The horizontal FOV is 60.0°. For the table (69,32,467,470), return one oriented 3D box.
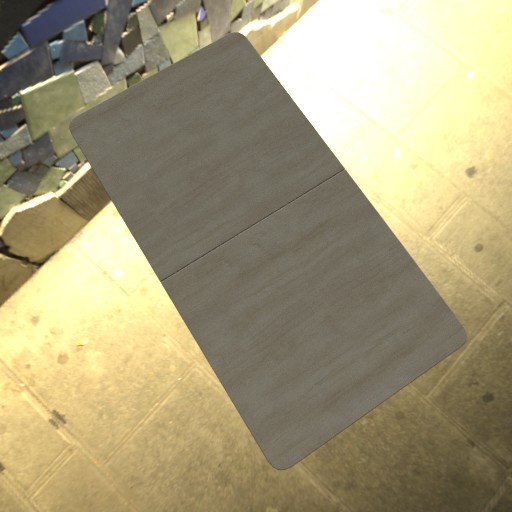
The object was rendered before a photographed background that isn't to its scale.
[{"bbox_3d":[0.000,0.000,1.947,0.750,0.900,1.400,-32,78,-8],"label":"table"}]
